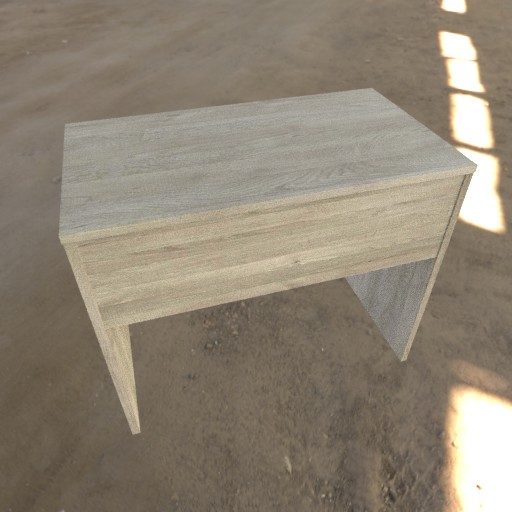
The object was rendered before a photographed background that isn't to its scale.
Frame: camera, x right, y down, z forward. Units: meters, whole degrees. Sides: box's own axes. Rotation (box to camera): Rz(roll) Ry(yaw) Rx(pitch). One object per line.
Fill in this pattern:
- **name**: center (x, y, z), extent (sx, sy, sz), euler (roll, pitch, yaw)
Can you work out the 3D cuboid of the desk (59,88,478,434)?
- **desk**: center (0.000, 0.000, 1.312), extent (0.893, 0.724, 0.498), euler (-11, 42, -13)
